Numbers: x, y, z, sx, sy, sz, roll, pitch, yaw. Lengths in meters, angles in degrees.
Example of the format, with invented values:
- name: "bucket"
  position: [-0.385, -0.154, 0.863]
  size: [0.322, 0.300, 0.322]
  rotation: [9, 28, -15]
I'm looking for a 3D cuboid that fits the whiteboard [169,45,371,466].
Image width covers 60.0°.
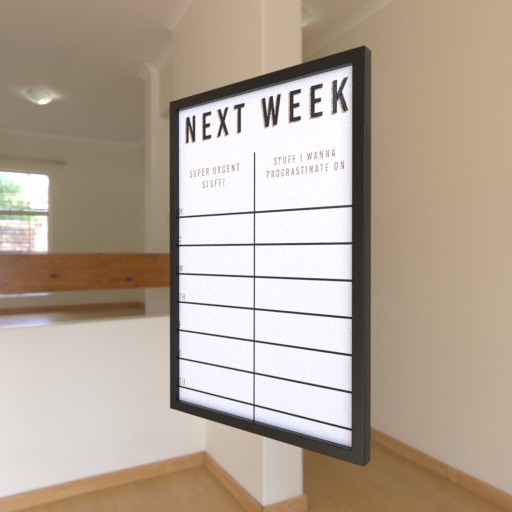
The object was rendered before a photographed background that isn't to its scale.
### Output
- name: "whiteboard"
  position: [0.000, 0.000, 0.770]
  size: [0.406, 0.611, 0.026]
  rotation: [0, 1, 36]
